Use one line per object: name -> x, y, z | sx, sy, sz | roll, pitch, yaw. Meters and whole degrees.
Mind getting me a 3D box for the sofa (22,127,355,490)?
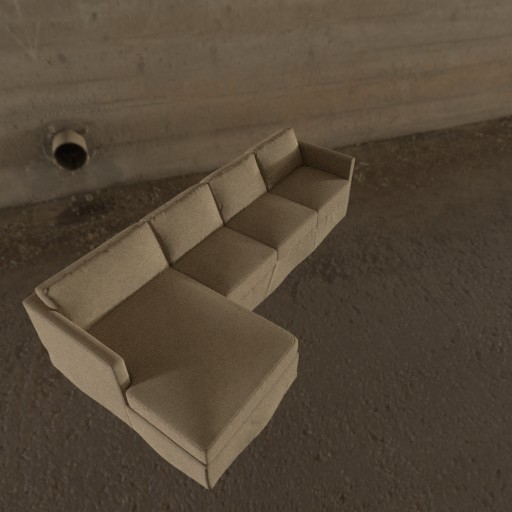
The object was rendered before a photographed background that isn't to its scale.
sofa -> 0.000, 0.000, 3.767 | 1.638, 0.920, 3.198 | 25, 46, 26
